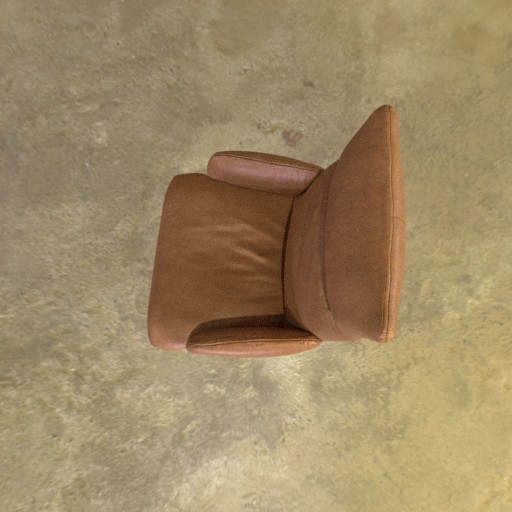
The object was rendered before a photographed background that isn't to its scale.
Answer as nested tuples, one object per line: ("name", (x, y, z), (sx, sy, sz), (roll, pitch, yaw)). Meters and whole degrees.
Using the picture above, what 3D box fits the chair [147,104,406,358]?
("chair", (0.000, 0.000, 1.568), (0.794, 1.027, 0.711), (5, 76, 1))
